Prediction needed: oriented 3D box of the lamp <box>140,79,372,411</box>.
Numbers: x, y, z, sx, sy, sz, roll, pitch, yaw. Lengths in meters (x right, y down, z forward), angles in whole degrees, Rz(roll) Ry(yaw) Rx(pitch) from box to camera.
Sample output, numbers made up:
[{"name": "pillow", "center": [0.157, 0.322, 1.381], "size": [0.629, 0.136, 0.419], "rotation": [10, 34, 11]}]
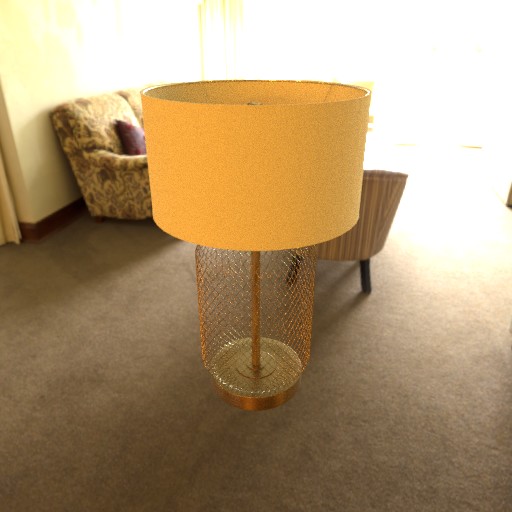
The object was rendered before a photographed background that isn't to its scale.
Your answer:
[{"name": "lamp", "center": [0.000, 0.000, 0.817], "size": [0.353, 0.578, 0.353], "rotation": [0, 27, 0]}]
